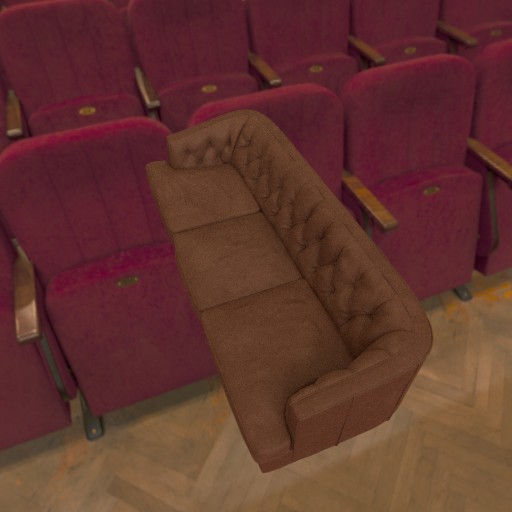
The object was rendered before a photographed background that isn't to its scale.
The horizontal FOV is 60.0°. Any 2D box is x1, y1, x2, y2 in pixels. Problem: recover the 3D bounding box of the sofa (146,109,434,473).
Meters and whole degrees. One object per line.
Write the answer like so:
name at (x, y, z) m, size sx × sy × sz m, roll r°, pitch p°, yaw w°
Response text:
sofa at (0.000, 0.000, 2.673) m, size 0.927 × 0.787 × 2.227 m, roll -16°, pitch 49°, yaw -15°
